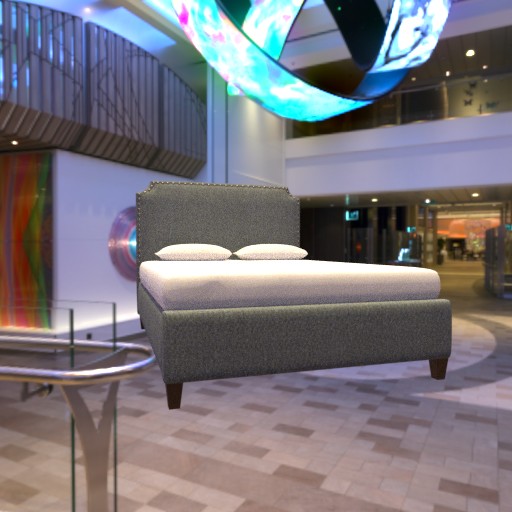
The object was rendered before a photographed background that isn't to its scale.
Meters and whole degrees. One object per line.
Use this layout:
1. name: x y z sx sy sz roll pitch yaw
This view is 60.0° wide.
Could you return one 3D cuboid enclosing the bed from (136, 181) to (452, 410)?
1. bed: 0.000 0.000 3.475 1.712 1.443 2.372 0 1 -18
